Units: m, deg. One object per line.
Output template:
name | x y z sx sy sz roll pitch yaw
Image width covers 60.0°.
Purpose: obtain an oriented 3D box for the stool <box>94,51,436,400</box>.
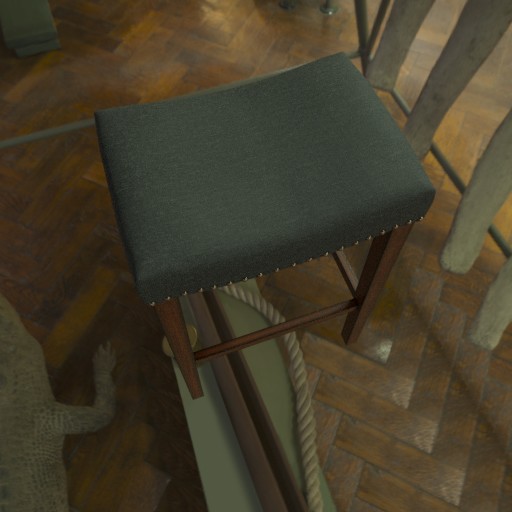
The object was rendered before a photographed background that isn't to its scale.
stool | 0.000 0.000 1.028 0.502 0.760 0.366 -17 63 -9
